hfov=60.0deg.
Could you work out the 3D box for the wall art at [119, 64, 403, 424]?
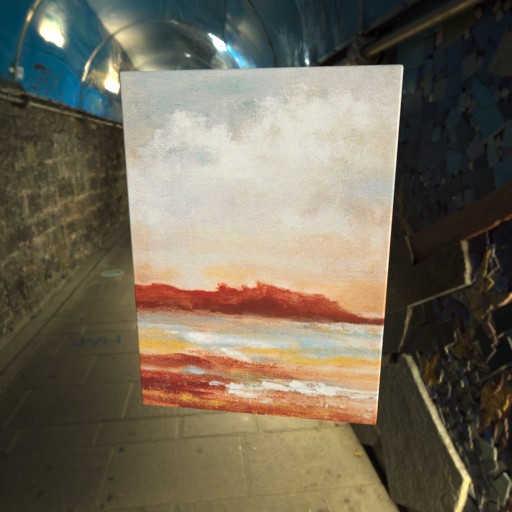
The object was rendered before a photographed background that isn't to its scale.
[{"bbox_3d":[0.000,0.000,0.772,0.443,0.605,0.035,2,14,8],"label":"wall art"}]
